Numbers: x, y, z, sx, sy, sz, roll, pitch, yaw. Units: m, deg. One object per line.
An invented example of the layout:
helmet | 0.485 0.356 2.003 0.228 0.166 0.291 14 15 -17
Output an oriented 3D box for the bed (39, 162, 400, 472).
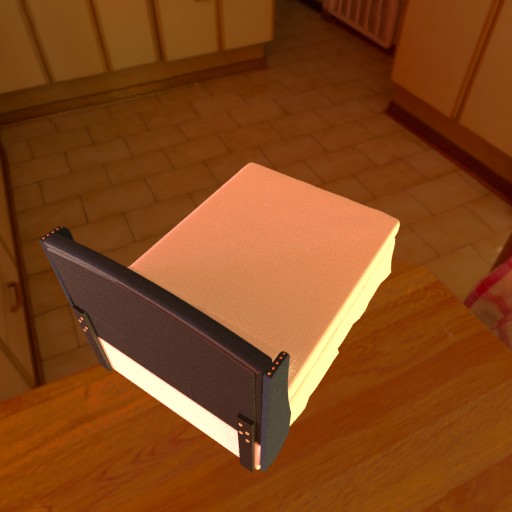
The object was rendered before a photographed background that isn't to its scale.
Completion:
bed | 0.000 0.000 3.322 1.604 1.402 2.223 26 52 22
